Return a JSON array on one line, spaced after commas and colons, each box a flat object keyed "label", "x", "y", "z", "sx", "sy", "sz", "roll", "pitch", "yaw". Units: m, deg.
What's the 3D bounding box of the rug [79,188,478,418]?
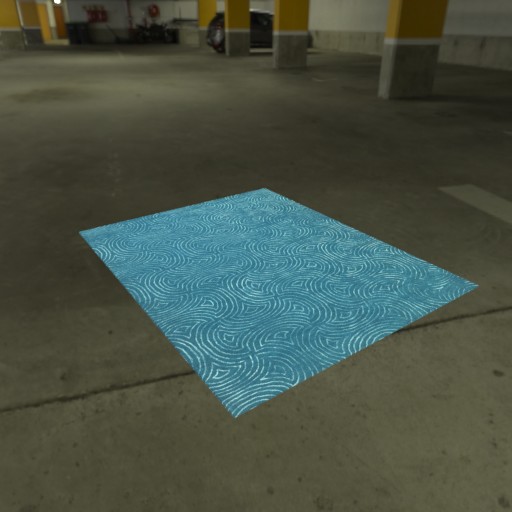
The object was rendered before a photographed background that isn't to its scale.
[{"label": "rug", "x": 0.000, "y": 0.000, "z": 4.192, "sx": 2.432, "sy": 0.012, "sz": 3.033, "roll": -18, "pitch": 33, "yaw": -31}]
